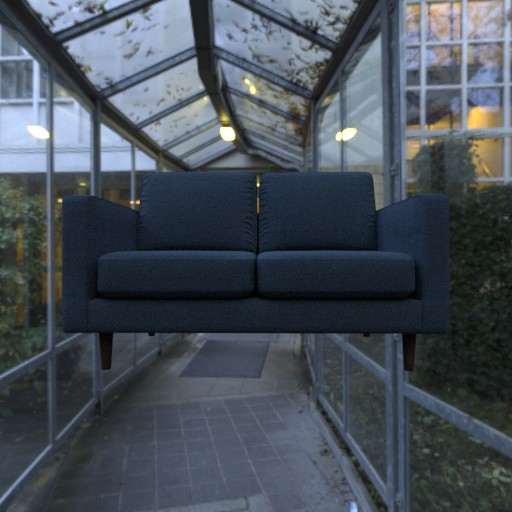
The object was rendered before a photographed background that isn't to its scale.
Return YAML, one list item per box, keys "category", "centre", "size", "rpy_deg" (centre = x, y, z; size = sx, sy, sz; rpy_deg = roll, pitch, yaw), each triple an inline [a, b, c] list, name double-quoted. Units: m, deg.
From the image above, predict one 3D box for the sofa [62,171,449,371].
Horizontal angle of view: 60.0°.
- category: "sofa"
  centre: [0.000, 0.000, 2.182]
  size: [1.518, 0.930, 0.999]
  rpy_deg: [0, 0, 1]
